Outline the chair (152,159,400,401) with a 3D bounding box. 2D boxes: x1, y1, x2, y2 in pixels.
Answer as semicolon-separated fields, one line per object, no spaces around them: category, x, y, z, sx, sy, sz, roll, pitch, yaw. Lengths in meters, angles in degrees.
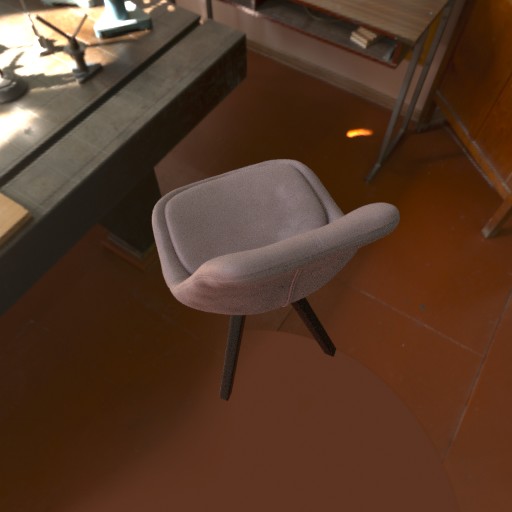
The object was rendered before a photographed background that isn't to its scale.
chair;0.000;0.000;1.172;0.483;0.865;0.547;-19;61;-11
